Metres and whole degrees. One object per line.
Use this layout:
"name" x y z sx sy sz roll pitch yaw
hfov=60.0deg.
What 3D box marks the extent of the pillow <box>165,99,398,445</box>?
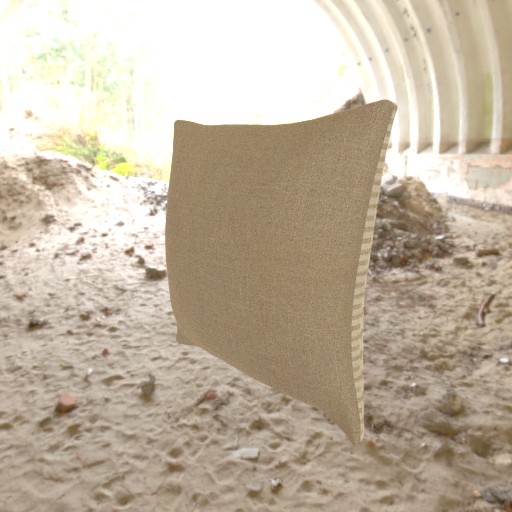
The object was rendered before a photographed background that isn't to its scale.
"pillow" 0.000 0.000 0.790 0.219 0.491 0.496 -12 18 -41
